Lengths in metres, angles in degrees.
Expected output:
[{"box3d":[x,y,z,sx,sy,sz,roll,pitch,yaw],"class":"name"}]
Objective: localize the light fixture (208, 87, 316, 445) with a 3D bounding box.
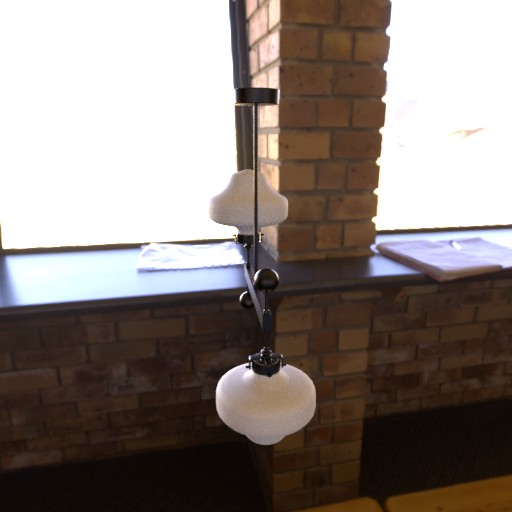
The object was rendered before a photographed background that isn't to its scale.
[{"box3d":[0.000,0.000,1.054,0.422,0.743,0.489,-15,21,-42],"class":"light fixture"}]
